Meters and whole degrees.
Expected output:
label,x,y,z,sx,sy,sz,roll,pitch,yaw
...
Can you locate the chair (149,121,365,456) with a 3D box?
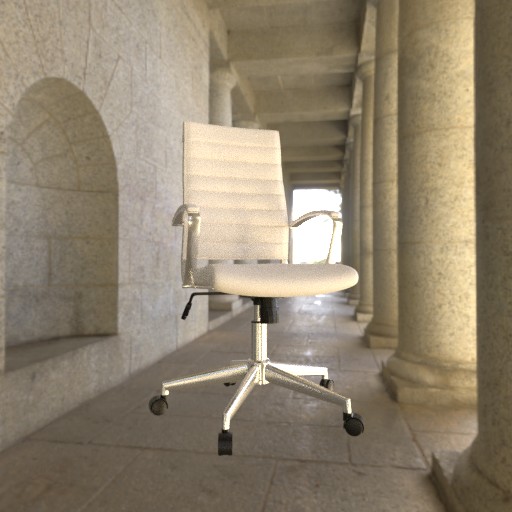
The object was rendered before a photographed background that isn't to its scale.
label,x,y,z,sx,sy,sz,roll,pitch,yaw
chair,0.000,0.000,1.664,0.766,1.149,0.739,0,0,-20
